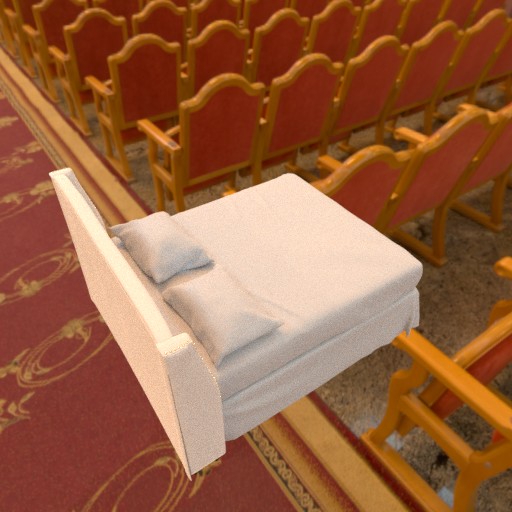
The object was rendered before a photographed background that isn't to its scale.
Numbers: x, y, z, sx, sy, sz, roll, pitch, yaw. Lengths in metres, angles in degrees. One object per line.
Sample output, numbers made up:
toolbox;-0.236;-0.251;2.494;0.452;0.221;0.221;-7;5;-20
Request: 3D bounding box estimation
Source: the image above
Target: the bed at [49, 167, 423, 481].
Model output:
bed;0.000;0.000;3.422;2.276;1.332;1.925;-24;46;-25
